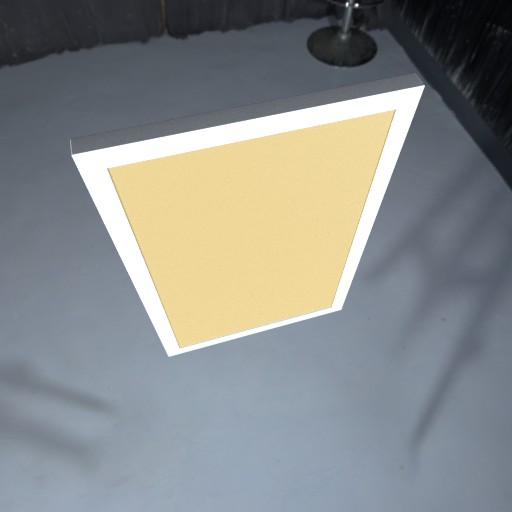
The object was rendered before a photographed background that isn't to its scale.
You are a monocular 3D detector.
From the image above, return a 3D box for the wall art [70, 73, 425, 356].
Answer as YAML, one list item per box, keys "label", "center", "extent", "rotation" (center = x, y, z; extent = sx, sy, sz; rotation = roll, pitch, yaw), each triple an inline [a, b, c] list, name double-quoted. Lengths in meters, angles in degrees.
- label: "wall art"
  center: [0.000, 0.000, 1.135]
  extent: [0.612, 0.915, 0.039]
  rotation: [-14, 59, -9]
